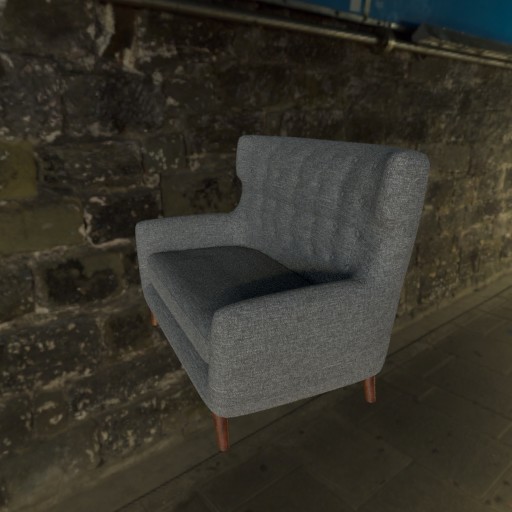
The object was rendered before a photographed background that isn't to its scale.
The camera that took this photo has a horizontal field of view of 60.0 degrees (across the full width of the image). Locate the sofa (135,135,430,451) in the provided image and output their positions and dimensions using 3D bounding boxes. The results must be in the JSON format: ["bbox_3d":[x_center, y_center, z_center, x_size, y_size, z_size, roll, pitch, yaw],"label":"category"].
[{"bbox_3d":[0.000,0.000,2.056,0.874,1.028,1.358,-8,19,-24],"label":"sofa"}]
